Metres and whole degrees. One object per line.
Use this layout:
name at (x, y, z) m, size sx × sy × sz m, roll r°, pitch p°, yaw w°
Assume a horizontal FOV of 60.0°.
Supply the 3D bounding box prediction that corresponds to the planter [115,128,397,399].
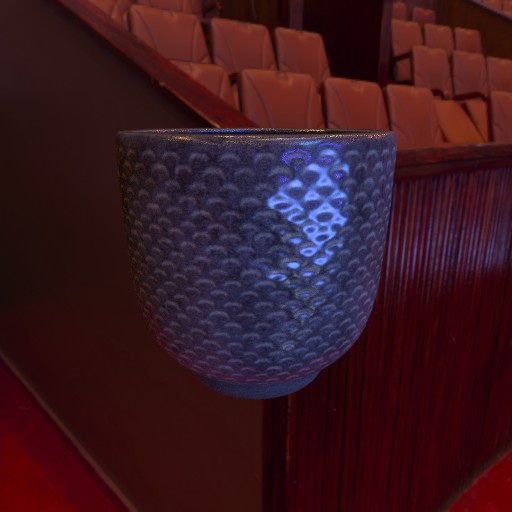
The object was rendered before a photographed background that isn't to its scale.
planter at (0.000, 0.000, 0.349) m, size 0.197 × 0.191 × 0.197 m, roll 0°, pitch 17°, yaw 0°
